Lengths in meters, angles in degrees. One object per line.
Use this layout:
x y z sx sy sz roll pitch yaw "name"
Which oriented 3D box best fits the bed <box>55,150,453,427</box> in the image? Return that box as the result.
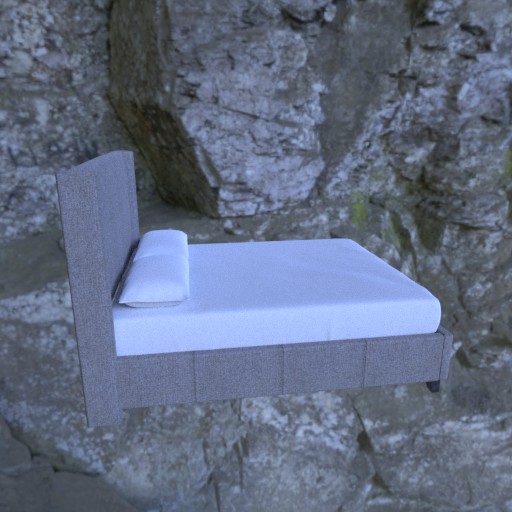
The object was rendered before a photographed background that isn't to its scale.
0.000 0.000 3.320 2.245 1.476 1.714 -3 17 -9 "bed"
